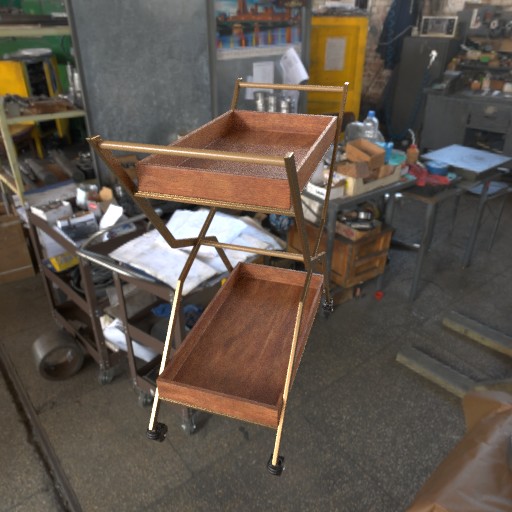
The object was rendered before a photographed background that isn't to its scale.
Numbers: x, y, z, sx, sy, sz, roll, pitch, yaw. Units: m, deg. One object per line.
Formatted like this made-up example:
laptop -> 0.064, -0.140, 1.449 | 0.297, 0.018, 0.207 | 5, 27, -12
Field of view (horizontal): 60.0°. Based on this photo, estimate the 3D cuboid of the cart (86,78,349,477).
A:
cart -> 0.000, 0.000, 1.303 | 0.405, 0.869, 0.836 | 9, 31, 15
